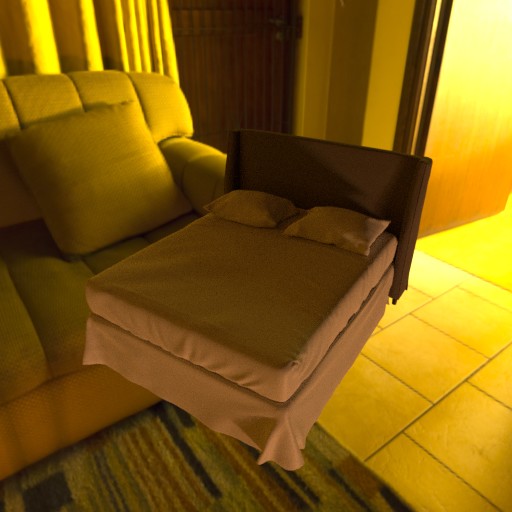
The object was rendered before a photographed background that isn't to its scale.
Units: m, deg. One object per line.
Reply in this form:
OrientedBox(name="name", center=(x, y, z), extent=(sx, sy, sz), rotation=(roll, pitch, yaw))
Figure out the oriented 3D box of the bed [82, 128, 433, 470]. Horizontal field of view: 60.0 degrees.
OrientedBox(name="bed", center=(0.000, 0.000, 3.452), extent=(1.925, 1.332, 2.276), rotation=(17, 34, 28))
